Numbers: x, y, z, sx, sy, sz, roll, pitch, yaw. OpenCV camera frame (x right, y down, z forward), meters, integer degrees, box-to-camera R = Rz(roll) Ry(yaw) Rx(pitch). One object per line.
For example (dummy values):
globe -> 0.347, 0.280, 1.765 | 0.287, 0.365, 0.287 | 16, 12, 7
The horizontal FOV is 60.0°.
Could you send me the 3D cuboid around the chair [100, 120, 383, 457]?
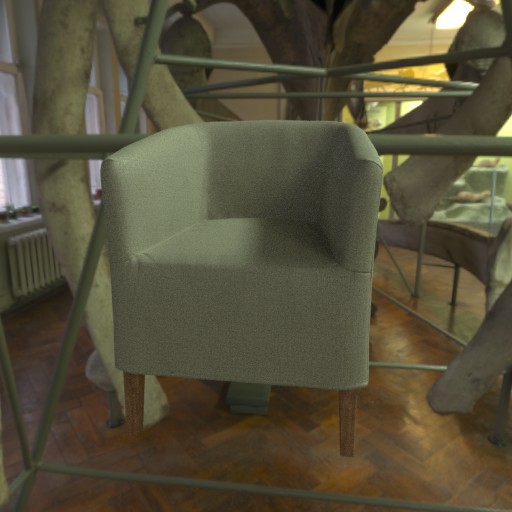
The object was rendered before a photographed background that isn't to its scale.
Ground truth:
chair -> 0.000, 0.000, 1.263 | 0.600, 0.771, 0.668 | 2, 14, 8
